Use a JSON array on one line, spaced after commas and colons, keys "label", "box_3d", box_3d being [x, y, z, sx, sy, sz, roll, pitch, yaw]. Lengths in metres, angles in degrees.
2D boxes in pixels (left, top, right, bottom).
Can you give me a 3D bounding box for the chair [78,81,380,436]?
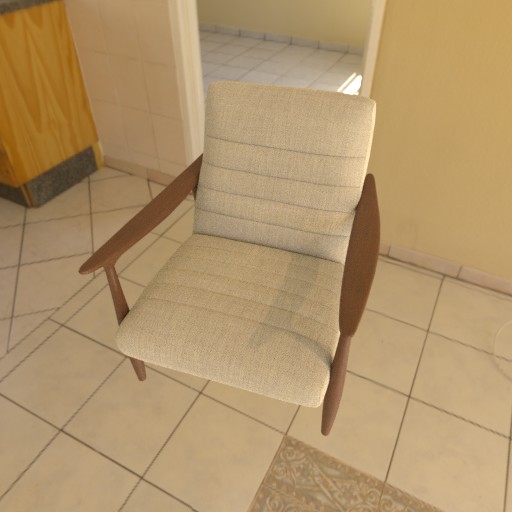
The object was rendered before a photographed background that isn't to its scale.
[{"label": "chair", "box_3d": [0.000, 0.000, 1.432, 0.741, 0.832, 0.798, 12, 43, 13]}]
